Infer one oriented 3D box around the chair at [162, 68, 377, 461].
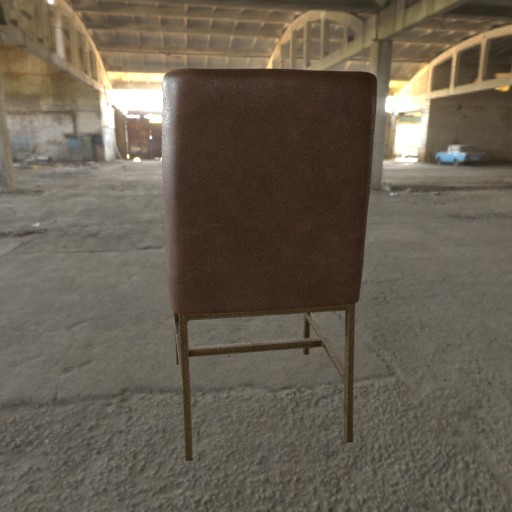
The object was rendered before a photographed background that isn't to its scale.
[{"bbox_3d":[0.000,0.000,1.230,0.508,0.889,0.587,-2,15,-9],"label":"chair"}]
